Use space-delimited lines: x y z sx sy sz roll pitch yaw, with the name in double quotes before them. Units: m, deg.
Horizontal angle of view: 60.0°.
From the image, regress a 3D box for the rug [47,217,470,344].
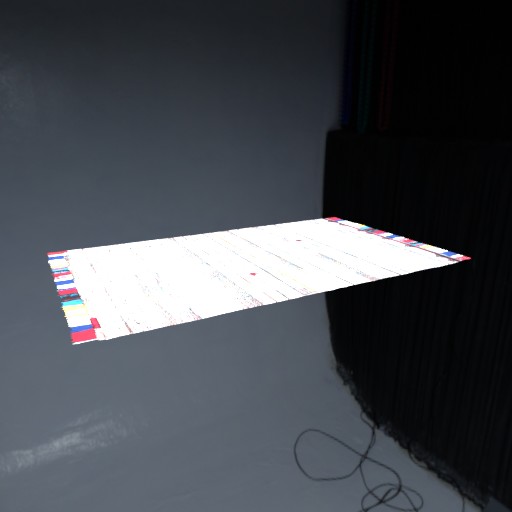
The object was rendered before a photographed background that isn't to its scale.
"rug" 0.000 0.000 2.953 2.465 0.012 1.465 -9 19 -27
